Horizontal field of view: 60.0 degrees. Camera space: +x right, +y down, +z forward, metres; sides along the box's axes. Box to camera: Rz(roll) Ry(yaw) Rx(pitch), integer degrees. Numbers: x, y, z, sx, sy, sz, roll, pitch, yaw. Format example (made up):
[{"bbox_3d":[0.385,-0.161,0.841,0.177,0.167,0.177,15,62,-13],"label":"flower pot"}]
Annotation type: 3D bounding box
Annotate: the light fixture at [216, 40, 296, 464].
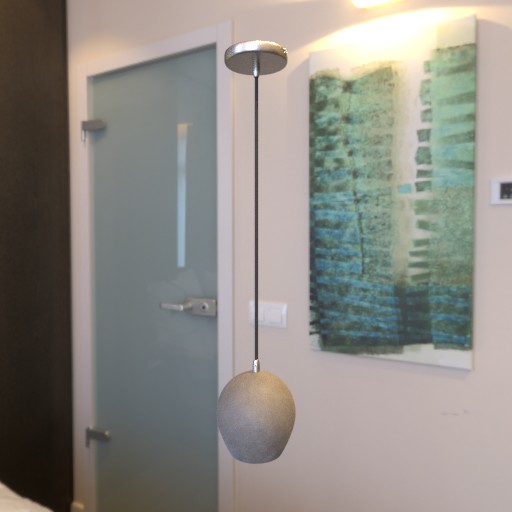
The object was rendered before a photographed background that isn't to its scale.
[{"bbox_3d":[0.000,0.000,0.849,0.153,0.760,0.153,0,2,0],"label":"light fixture"}]
